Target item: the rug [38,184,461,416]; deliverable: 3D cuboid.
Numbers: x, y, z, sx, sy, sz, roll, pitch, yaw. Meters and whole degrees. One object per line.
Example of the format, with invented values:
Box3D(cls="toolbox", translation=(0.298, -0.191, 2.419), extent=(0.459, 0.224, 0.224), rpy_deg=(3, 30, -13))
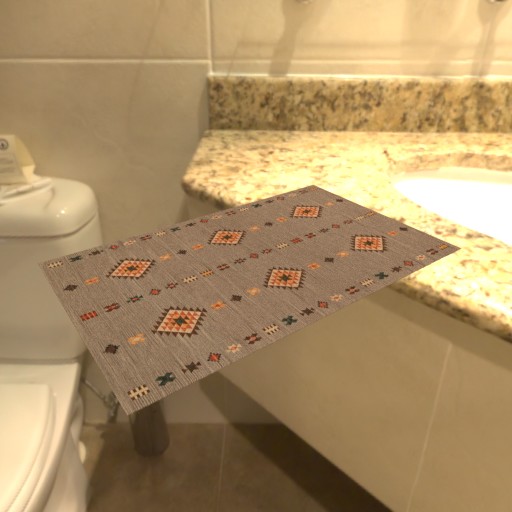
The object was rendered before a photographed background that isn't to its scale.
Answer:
Box3D(cls="rug", translation=(0.000, 0.000, 2.990), extent=(2.427, 0.007, 1.515), rpy_deg=(-20, 36, -31))
